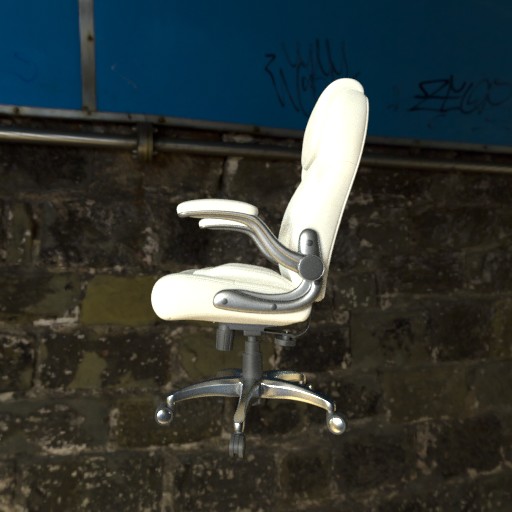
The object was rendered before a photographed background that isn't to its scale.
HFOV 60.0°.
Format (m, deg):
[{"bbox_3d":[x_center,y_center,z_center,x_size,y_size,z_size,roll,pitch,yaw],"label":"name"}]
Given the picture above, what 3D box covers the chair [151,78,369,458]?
[{"bbox_3d":[0.000,0.000,1.812,0.806,1.330,0.755,0,0,-1],"label":"chair"}]
